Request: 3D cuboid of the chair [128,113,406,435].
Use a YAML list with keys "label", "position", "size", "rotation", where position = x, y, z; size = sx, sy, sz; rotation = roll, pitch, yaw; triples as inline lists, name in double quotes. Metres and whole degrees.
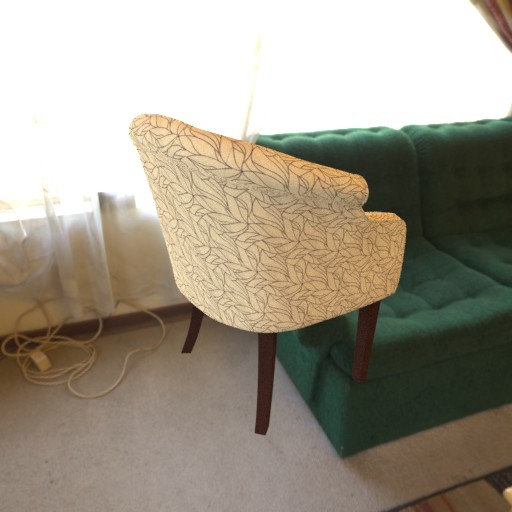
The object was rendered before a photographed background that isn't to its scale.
- label: "chair"
  position: [0.000, 0.000, 1.338]
  size: [0.613, 0.858, 0.686]
  rotation: [-18, 31, -32]
